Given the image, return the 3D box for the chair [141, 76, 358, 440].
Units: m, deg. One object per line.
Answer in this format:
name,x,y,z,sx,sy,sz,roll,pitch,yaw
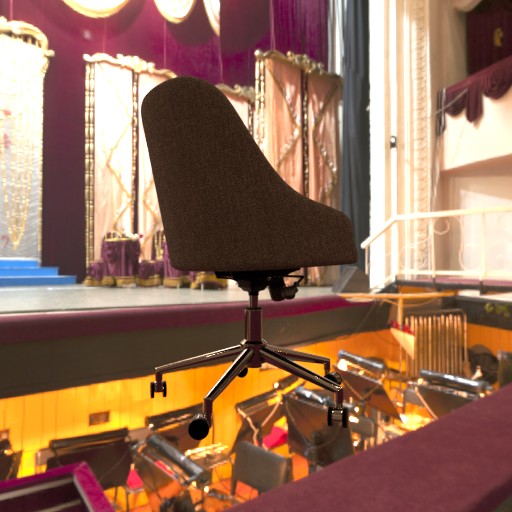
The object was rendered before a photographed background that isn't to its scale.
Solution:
chair,0.000,0.000,1.437,0.712,0.950,0.671,1,-1,-37
